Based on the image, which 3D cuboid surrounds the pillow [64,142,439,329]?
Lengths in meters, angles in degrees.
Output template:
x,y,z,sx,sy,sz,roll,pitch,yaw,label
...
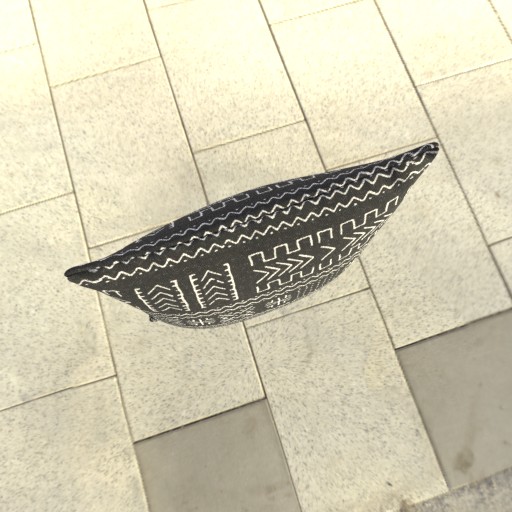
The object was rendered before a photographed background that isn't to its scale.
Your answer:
x,y,z,sx,sy,sz,roll,pitch,yaw,label
0.000,0.000,0.678,0.438,0.430,0.164,-20,77,-5,pillow
